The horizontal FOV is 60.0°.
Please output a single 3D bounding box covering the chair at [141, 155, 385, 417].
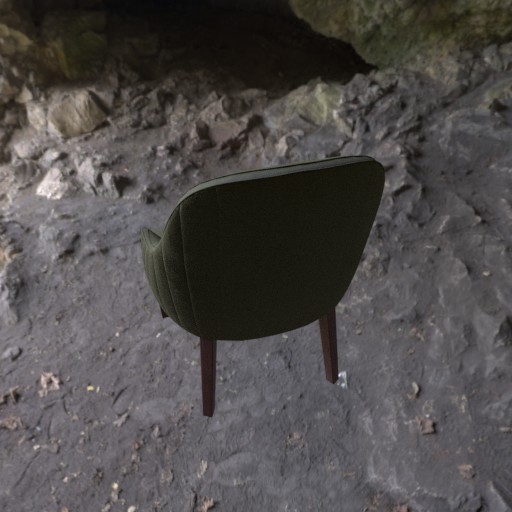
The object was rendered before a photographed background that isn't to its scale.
[{"bbox_3d":[0.000,0.000,1.290,0.643,0.889,0.575,-11,43,-12],"label":"chair"}]
